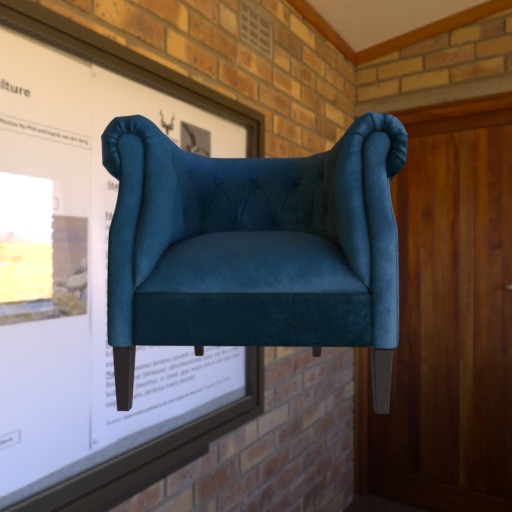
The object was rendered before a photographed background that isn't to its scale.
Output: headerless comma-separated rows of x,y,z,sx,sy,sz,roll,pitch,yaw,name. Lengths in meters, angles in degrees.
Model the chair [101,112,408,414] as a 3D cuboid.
0.000,0.000,1.560,0.904,0.826,0.851,0,0,2,chair
